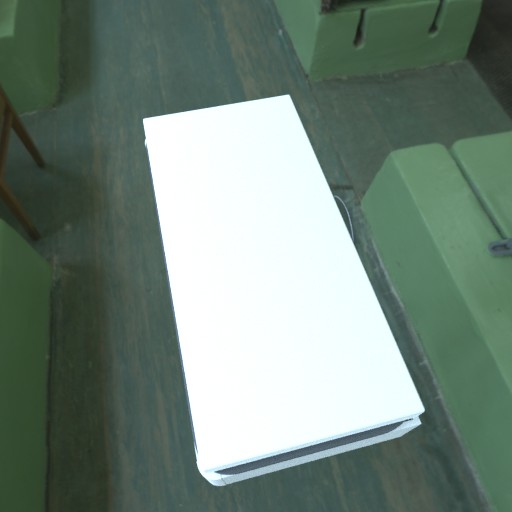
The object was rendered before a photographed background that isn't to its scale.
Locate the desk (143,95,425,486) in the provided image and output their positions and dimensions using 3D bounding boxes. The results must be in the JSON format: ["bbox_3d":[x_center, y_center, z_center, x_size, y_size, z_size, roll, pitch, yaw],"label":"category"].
[{"bbox_3d":[0.000,0.000,2.236,0.900,0.526,1.900,-12,59,-7],"label":"desk"}]
